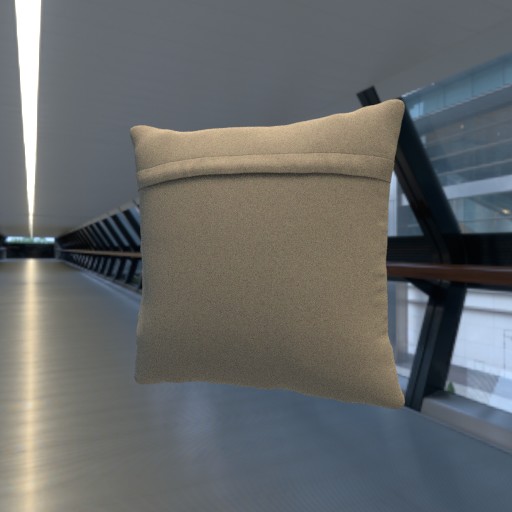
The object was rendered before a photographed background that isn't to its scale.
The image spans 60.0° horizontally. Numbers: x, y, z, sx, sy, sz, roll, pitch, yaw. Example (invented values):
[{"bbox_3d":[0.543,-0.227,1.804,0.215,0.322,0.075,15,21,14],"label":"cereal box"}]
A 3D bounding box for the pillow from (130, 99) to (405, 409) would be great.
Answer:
[{"bbox_3d":[0.000,0.000,0.722,0.459,0.458,0.181,0,0,18],"label":"pillow"}]
